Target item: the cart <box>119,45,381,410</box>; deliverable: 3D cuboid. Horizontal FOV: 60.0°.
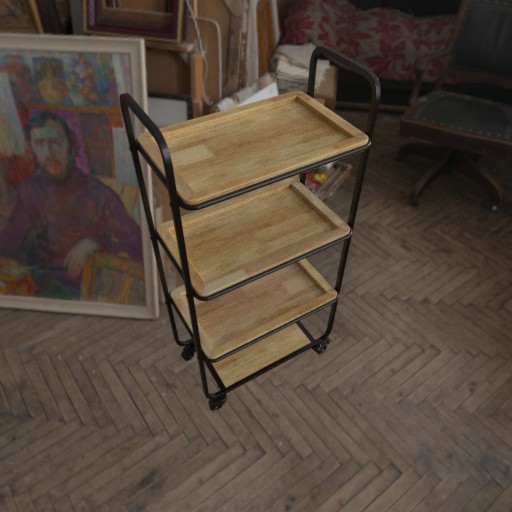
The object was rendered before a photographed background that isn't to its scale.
[{"bbox_3d":[0.000,0.000,1.343,0.545,1.080,0.321,-23,50,-21],"label":"cart"}]
